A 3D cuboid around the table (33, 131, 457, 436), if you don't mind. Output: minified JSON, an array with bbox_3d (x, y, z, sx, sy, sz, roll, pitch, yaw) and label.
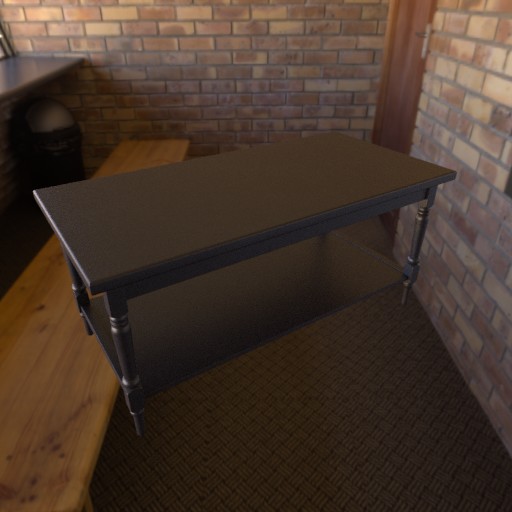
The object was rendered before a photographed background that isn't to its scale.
[{"bbox_3d":[0.000,0.000,1.411,1.107,0.510,0.550,-19,35,-28],"label":"table"}]
